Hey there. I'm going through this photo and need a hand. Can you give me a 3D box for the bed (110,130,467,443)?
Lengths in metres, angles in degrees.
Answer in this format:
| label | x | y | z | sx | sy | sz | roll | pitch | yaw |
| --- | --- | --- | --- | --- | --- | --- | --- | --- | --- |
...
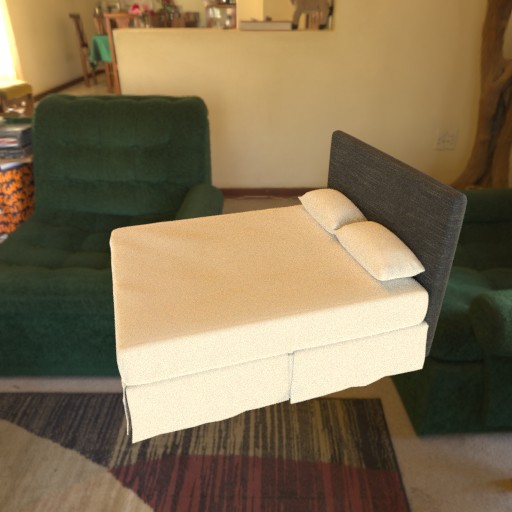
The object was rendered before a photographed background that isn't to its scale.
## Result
| label | x | y | z | sx | sy | sz | roll | pitch | yaw |
| --- | --- | --- | --- | --- | --- | --- | --- | --- | --- |
| bed | 0.000 | 0.000 | 3.279 | 2.142 | 1.330 | 1.723 | -9 | 31 | -15 |
